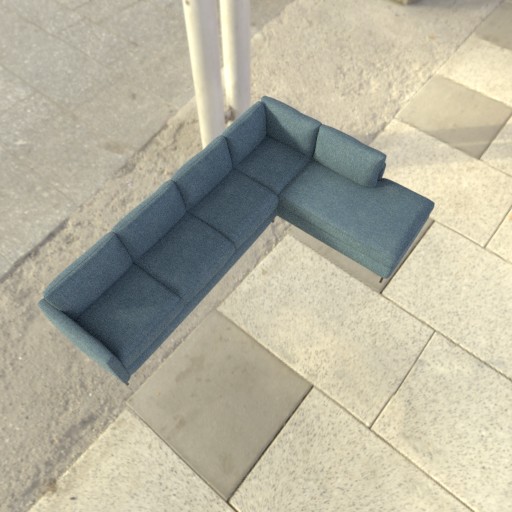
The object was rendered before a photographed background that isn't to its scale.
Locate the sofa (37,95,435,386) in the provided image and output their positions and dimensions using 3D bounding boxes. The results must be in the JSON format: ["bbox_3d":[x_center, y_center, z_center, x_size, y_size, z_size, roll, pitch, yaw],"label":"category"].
[{"bbox_3d":[0.000,0.000,3.813,2.007,0.815,2.949,33,64,19],"label":"sofa"}]
